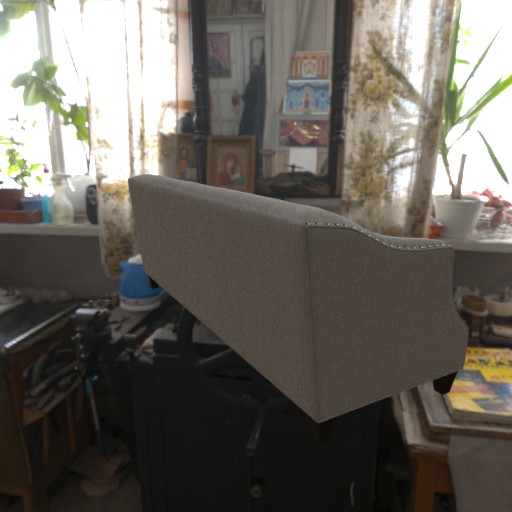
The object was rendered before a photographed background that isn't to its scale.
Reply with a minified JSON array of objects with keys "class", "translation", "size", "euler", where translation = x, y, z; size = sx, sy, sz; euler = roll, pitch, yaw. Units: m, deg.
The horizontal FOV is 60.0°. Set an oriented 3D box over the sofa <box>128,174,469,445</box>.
[{"class":"sofa","translation":[0.000,0.000,2.625],"size":[0.914,0.901,2.235],"euler":[-8,16,-29]}]
